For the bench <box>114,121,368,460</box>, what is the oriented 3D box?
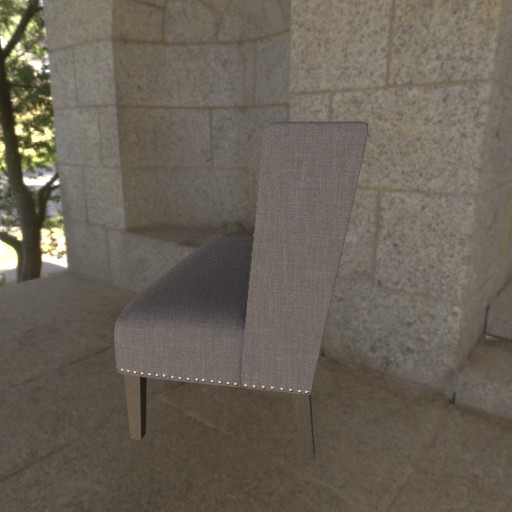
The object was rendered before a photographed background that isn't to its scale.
[{"bbox_3d":[0.000,0.000,2.016,0.842,1.121,1.276,3,15,10],"label":"bench"}]
